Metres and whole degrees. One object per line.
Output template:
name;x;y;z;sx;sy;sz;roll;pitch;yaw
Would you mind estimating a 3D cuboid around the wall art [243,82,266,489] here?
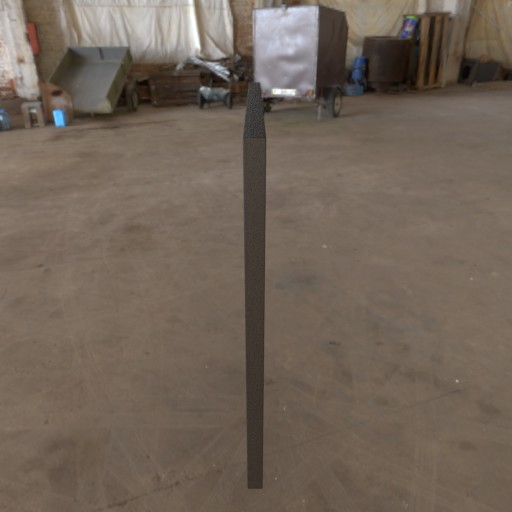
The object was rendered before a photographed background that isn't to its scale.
wall art;0.000;0.000;1.206;0.043;0.807;0.805;0;27;0
